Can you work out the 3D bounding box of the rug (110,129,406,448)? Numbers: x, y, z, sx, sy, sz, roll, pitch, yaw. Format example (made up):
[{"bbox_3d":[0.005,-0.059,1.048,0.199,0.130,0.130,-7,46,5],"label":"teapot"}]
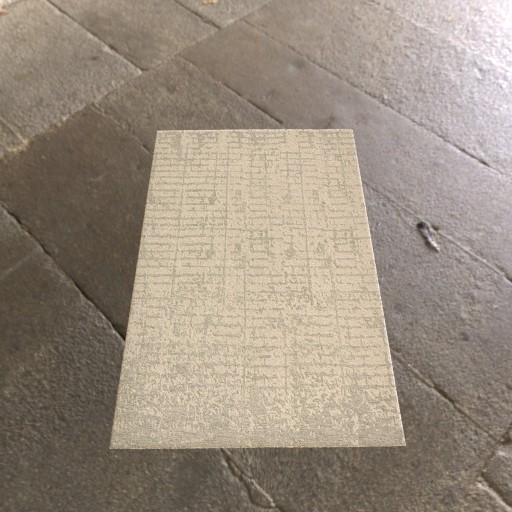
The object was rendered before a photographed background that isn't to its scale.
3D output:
[{"bbox_3d":[0.000,0.000,2.282,1.211,0.007,1.827,0,59,0],"label":"rug"}]
